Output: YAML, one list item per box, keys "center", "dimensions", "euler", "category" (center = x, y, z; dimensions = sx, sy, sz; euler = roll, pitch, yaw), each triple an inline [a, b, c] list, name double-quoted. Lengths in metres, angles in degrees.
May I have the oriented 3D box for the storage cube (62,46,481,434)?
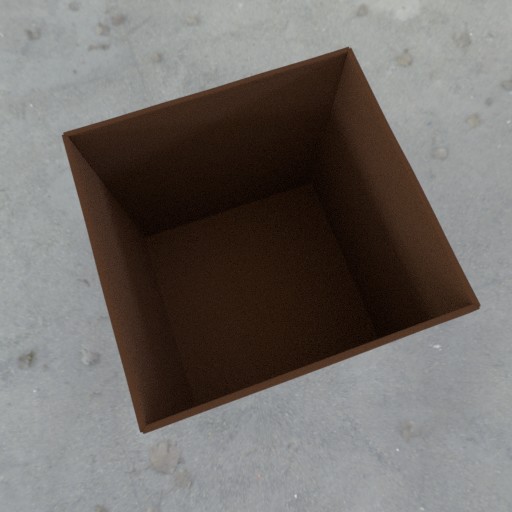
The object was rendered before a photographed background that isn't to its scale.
- center: [0.000, 0.000, 0.488]
  dimensions: [0.270, 0.280, 0.270]
  euler: [-19, 75, -5]
  category: "storage cube"
